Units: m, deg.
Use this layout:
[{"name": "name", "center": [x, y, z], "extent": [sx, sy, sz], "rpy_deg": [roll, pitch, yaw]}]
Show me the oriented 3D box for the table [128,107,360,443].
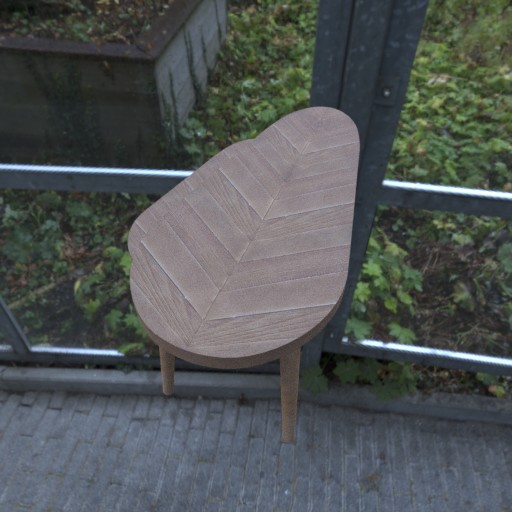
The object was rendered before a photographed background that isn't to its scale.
[{"name": "table", "center": [0.000, 0.000, 1.583], "extent": [0.701, 0.595, 1.190], "rpy_deg": [16, 48, 15]}]
